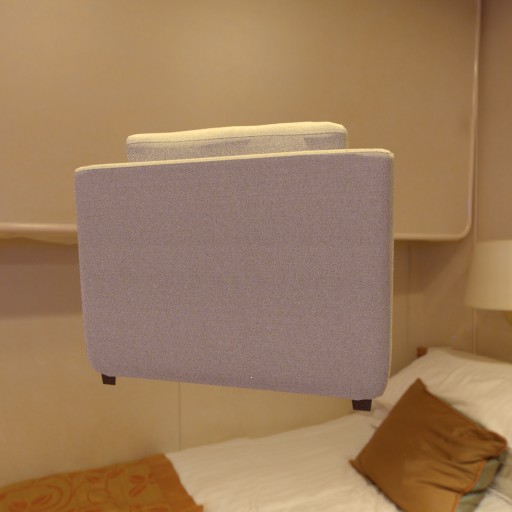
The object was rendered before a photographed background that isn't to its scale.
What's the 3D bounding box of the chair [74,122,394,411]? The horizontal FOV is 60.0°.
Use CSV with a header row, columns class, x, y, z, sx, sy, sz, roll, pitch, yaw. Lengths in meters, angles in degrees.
class,x,y,z,sx,sy,sz,roll,pitch,yaw
chair,0.000,0.000,1.992,1.178,1.016,1.009,0,1,17
